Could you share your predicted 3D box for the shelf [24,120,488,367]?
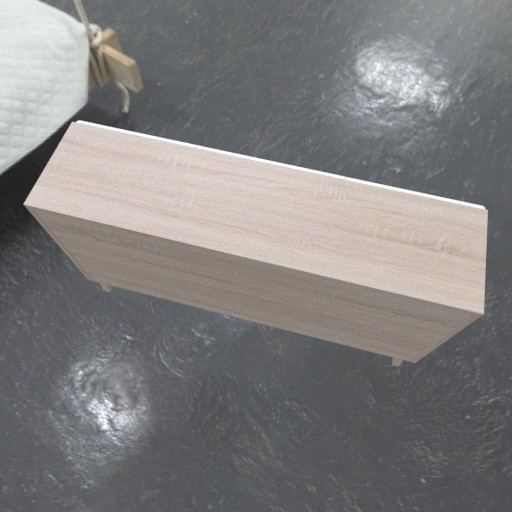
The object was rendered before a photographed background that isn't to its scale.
[{"bbox_3d":[0.000,0.000,1.819,1.490,0.780,0.400,13,64,7],"label":"shelf"}]
